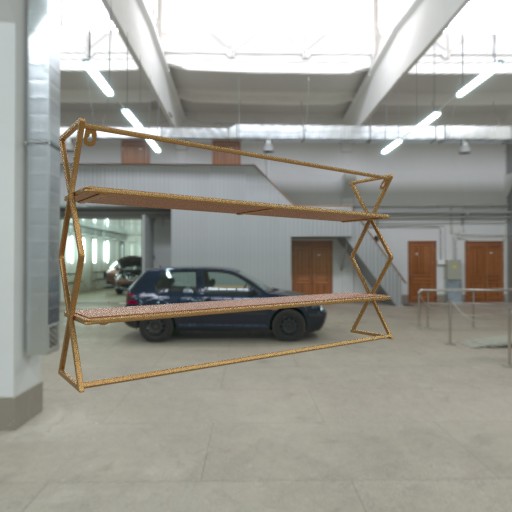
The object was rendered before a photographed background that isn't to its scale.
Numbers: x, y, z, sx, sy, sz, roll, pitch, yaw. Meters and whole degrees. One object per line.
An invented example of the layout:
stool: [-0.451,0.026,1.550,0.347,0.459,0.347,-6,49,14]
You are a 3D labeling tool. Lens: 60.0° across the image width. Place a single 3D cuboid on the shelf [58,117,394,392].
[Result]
shelf: [0.000,0.000,1.025,0.822,0.450,0.150,0,-1,-36]
